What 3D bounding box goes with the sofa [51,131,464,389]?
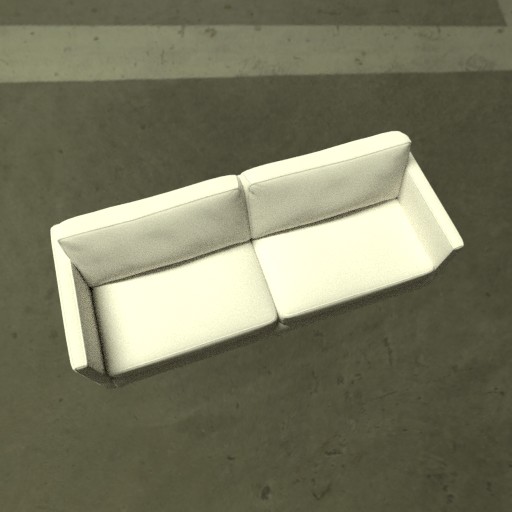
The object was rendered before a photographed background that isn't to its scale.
[{"bbox_3d":[0.000,0.000,2.903,2.361,0.962,0.951,-17,66,-8],"label":"sofa"}]
